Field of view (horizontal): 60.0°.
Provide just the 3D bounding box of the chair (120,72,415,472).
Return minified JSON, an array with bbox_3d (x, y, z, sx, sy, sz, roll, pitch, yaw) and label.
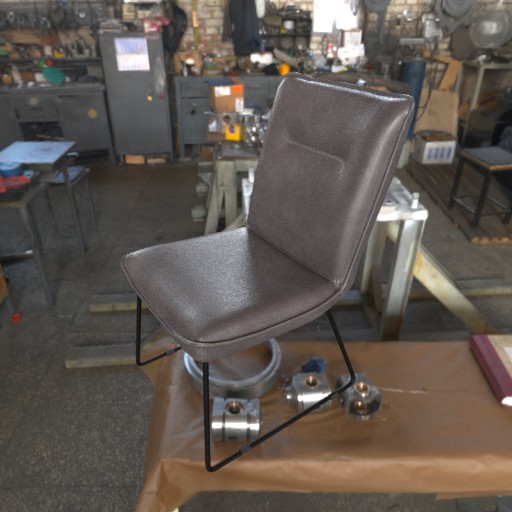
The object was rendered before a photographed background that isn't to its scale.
[{"bbox_3d":[0.000,0.000,1.331,0.688,0.932,0.515,-20,36,-30],"label":"chair"}]
